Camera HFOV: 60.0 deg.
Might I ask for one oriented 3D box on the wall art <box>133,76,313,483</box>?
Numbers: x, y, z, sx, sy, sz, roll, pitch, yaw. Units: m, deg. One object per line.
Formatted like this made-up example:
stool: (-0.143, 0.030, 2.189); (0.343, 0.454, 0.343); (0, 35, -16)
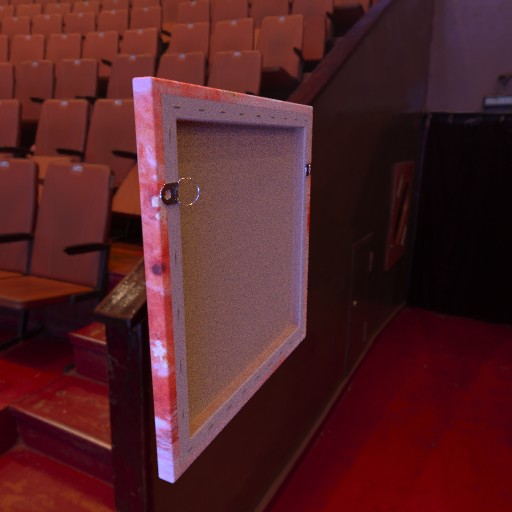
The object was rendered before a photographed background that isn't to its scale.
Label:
wall art: (0.000, 0.000, 1.097); (0.064, 0.746, 0.747); (7, 16, 25)
